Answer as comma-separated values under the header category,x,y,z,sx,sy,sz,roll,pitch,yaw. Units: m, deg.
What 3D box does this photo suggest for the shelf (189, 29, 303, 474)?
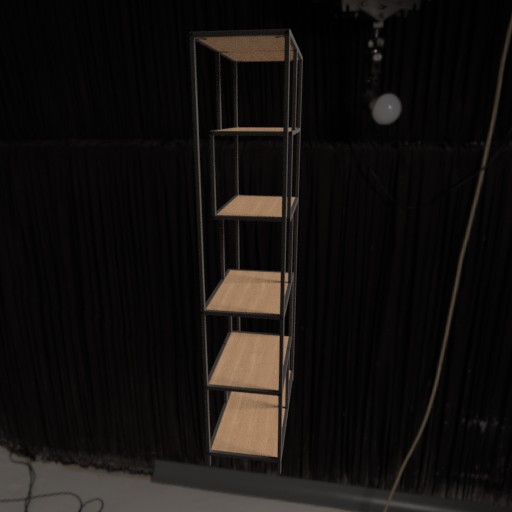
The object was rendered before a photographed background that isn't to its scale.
category,x,y,z,sx,sy,sz,roll,pitch,yaw
shelf,0.000,0.000,2.148,0.350,1.850,0.770,3,18,8
